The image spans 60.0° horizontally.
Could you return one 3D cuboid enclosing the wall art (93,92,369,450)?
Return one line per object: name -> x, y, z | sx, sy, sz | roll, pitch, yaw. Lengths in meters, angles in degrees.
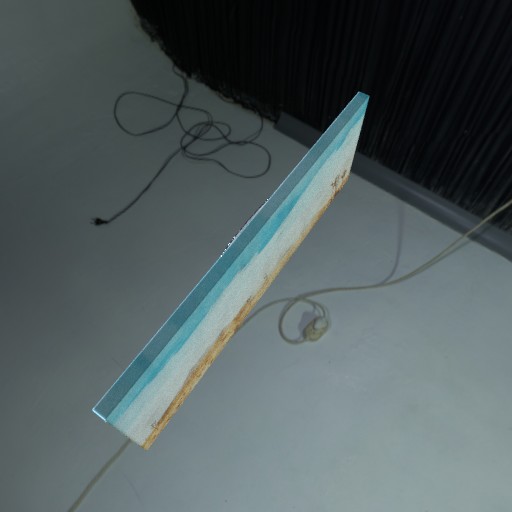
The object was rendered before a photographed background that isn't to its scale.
wall art -> 0.000, 0.000, 0.843 | 0.044, 0.254, 0.759 | 30, 63, 17
